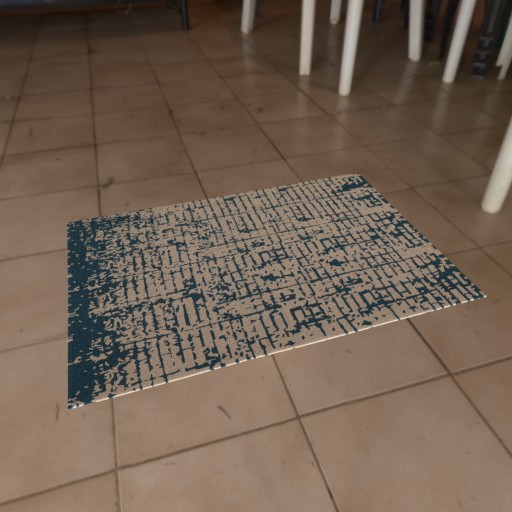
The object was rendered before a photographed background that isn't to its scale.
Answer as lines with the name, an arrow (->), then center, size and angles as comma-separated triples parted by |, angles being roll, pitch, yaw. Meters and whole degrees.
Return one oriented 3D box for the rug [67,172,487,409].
rug -> 0.000, 0.000, 2.259 | 1.828, 0.007, 1.220 | -12, 41, -14
